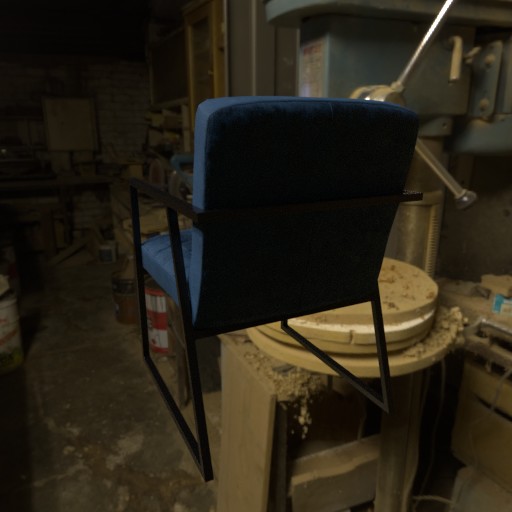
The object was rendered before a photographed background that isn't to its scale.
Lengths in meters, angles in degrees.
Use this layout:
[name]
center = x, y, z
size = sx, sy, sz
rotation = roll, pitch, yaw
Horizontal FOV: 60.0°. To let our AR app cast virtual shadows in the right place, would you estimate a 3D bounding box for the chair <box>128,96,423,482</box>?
[chair]
center = 0.000, 0.000, 1.274
size = 0.571, 0.833, 0.677
rotation = -8, 18, -25
